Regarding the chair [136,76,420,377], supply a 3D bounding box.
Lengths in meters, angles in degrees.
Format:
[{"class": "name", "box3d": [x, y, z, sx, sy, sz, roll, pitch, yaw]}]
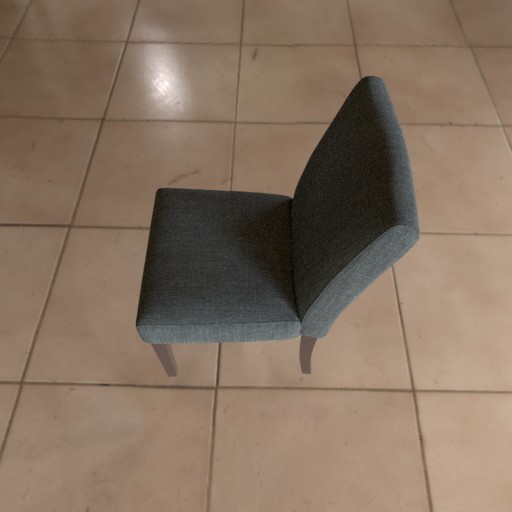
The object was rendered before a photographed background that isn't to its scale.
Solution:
[{"class": "chair", "box3d": [0.000, 0.000, 1.272, 0.629, 0.884, 0.487, 0, 58, 0]}]
